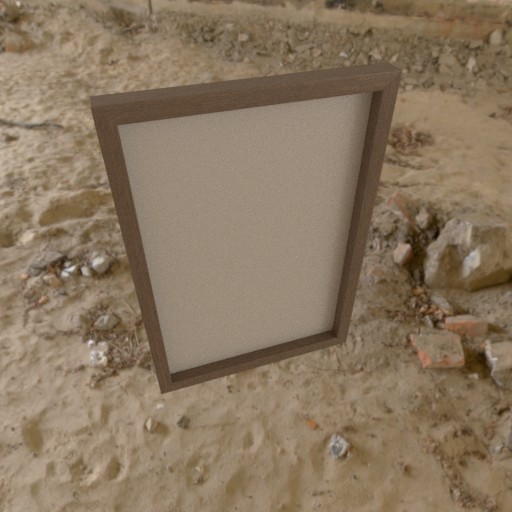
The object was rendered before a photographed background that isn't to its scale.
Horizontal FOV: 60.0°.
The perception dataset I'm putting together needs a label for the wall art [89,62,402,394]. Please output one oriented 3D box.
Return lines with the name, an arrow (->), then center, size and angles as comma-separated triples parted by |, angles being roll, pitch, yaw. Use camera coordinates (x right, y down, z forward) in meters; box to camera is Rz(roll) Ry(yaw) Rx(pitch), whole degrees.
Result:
wall art -> 0.000, 0.000, 0.661 | 0.358, 0.510, 0.032 | -12, 42, -14
